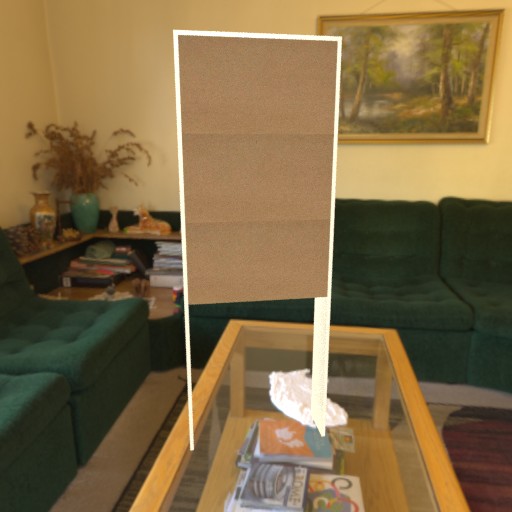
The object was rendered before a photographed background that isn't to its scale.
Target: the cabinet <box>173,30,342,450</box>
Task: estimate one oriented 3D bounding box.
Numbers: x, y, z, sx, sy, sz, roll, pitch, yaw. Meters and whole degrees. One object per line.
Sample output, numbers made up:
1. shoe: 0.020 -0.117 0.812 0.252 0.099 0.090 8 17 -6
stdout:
1. cabinet: 0.000 0.000 1.969 0.643 1.770 0.192 -2 14 -9
